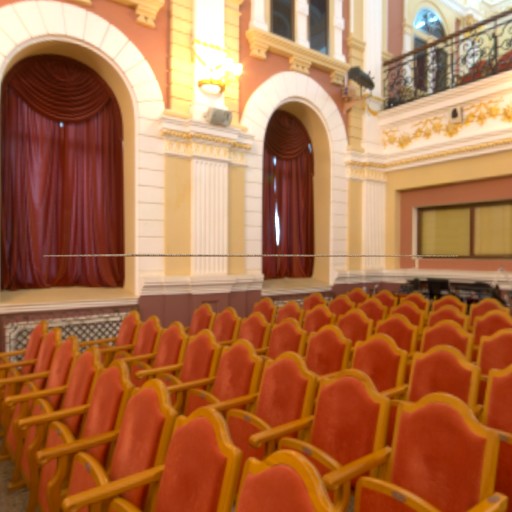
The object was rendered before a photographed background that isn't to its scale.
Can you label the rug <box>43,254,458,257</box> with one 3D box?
[{"bbox_3d":[0.000,0.000,2.928,2.283,0.006,1.521,0,0,-37],"label":"rug"}]
